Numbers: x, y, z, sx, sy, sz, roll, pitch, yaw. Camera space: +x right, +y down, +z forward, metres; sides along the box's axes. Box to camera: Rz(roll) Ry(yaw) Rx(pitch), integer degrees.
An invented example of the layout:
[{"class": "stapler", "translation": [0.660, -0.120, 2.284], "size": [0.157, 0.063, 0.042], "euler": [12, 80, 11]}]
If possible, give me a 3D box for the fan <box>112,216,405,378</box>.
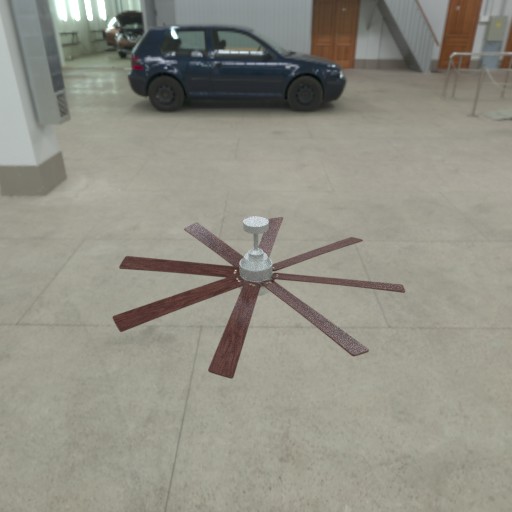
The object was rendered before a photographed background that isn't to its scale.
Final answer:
[{"class": "fan", "translation": [0.000, 0.000, 2.774], "size": [1.830, 0.472, 1.830], "euler": [-18, 33, -30]}]
